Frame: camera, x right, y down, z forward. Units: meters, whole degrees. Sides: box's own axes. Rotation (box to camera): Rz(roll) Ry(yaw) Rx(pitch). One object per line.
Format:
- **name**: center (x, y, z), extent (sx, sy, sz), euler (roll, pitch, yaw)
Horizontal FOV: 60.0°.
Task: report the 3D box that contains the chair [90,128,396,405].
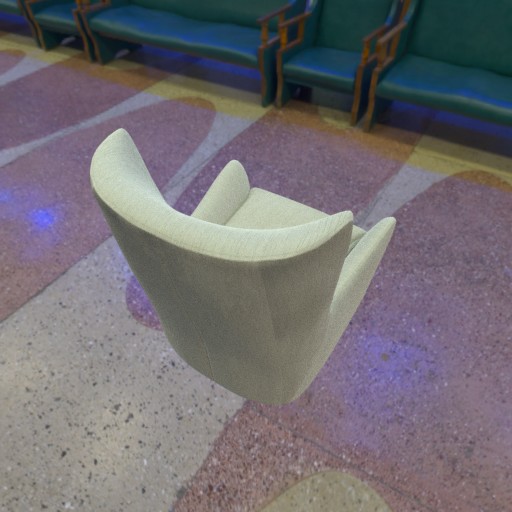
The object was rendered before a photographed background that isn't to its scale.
- **chair**: center (0.000, 0.000, 1.658), extent (0.779, 1.000, 0.904), euler (24, 50, 22)
